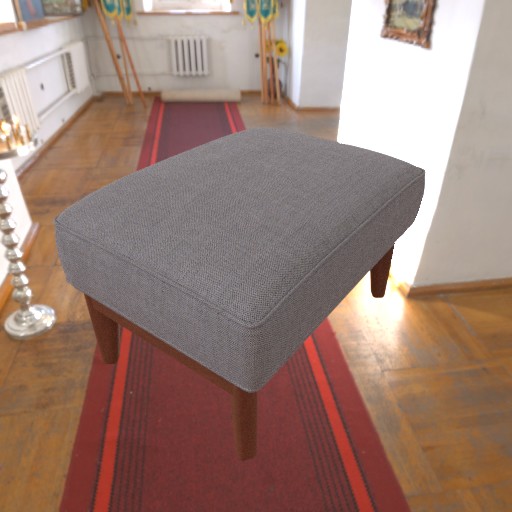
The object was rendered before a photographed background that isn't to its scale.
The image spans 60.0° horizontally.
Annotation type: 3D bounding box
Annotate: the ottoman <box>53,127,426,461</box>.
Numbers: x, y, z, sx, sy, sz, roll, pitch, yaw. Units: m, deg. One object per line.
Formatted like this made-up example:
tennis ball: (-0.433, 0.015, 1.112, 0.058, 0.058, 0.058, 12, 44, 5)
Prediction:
ottoman: (0.000, 0.000, 1.095, 0.555, 0.458, 0.750, 22, 39, 30)
